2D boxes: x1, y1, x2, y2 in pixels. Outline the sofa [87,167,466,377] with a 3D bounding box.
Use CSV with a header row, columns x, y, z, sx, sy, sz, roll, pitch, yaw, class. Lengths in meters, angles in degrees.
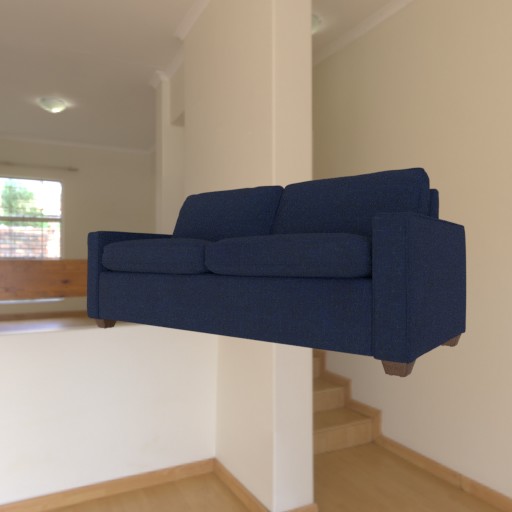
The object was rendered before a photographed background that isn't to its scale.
x,y,z,sx,sy,sz,roll,pitch,yaw,class
0.000,0.000,2.551,2.080,0.919,0.940,0,0,37,sofa
